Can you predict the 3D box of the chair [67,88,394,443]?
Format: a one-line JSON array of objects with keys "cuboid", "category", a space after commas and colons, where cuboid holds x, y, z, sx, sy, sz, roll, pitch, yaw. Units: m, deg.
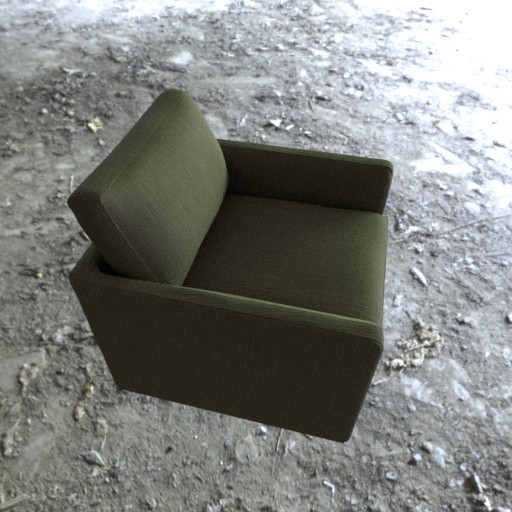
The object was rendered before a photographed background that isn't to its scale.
[{"cuboid": [0.000, 0.000, 1.444, 0.834, 0.811, 0.763, 10, 47, 10], "category": "chair"}]
